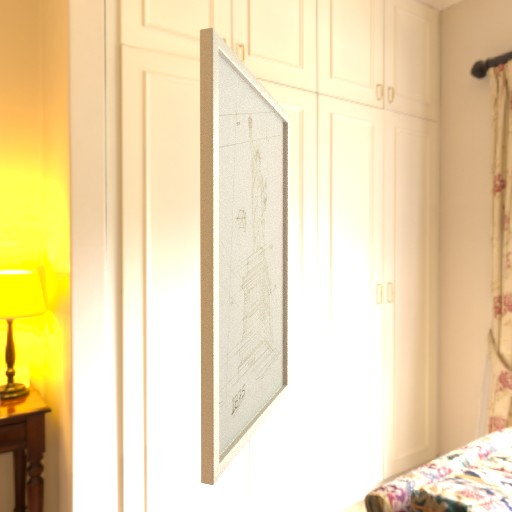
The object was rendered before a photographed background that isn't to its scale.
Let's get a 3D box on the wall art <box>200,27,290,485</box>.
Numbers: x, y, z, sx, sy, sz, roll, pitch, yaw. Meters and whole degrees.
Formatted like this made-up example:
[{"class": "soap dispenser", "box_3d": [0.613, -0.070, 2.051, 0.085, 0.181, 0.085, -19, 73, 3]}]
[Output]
[{"class": "wall art", "box_3d": [0.000, 0.000, 1.530, 0.038, 1.183, 0.808, 0, 1, 19]}]
